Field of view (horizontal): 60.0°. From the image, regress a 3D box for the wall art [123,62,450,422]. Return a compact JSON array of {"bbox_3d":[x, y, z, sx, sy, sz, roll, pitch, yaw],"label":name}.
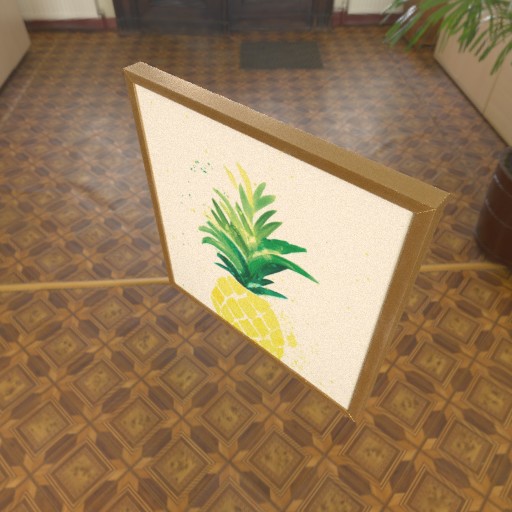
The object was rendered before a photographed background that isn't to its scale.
[{"bbox_3d":[0.000,0.000,0.755,0.510,0.509,0.033,32,54,27],"label":"wall art"}]
